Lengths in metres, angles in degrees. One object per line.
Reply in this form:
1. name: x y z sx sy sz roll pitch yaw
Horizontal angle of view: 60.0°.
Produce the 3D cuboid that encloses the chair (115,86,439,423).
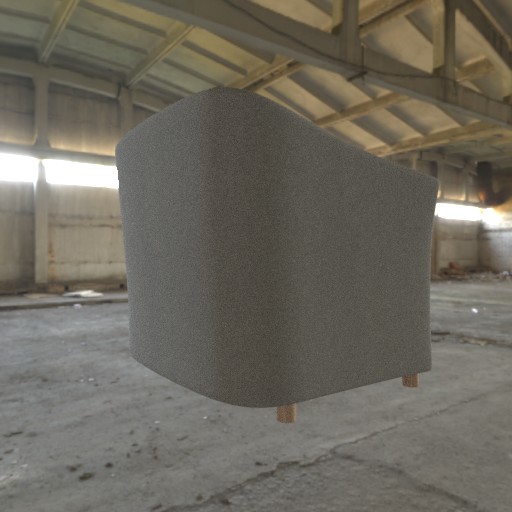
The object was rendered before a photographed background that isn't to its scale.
1. chair: 0.000 0.000 1.337 0.700 0.720 0.790 0 0 -36
